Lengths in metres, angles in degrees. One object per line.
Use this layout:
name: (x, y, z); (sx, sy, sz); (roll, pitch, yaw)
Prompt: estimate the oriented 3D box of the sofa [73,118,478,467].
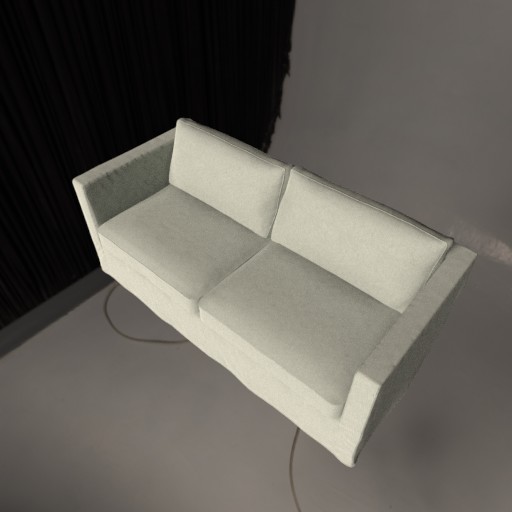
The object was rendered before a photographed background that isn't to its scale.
sofa: (0.000, 0.000, 2.475); (1.987, 0.870, 0.940); (31, 53, 28)
